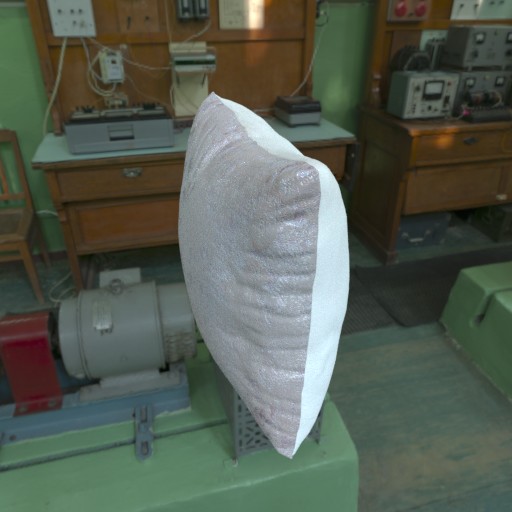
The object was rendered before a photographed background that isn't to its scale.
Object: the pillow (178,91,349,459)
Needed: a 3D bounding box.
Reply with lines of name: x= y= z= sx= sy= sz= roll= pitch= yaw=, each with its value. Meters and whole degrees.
pillow: x=0.000 y=0.000 z=0.731 sx=0.245 sy=0.448 sz=0.450 roll=-8 pitch=32 yaw=-14
